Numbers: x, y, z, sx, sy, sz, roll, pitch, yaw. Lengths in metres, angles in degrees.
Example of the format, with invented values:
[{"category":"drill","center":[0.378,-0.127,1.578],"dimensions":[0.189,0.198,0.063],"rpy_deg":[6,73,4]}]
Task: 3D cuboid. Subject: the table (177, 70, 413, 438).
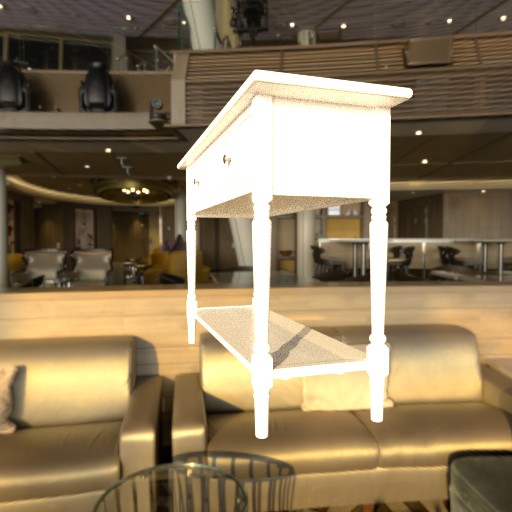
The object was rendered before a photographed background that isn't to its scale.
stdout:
[{"category":"table","center":[0.000,0.000,1.548],"dimensions":[0.386,0.814,1.191],"rpy_deg":[-1,2,-18]}]
